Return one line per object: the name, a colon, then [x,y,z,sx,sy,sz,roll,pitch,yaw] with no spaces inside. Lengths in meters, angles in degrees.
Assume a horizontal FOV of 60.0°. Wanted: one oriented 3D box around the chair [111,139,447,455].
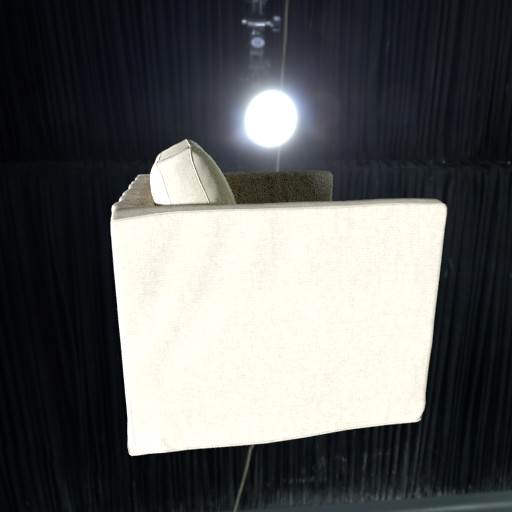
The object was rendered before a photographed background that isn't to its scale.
chair: [0.000,0.000,1.714,0.949,0.867,1.057,-3,16,-10]
